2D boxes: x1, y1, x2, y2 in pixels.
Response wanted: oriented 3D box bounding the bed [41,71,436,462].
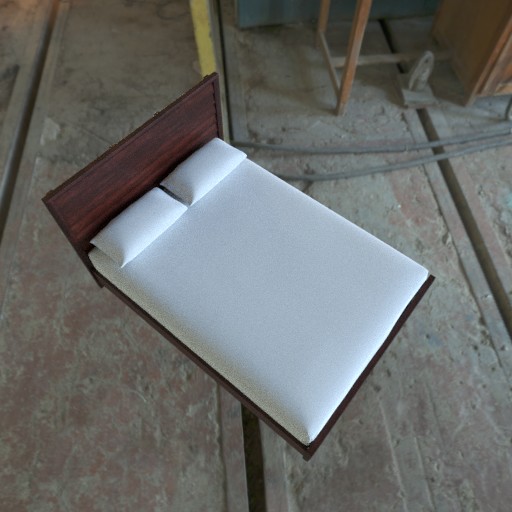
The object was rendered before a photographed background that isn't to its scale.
[{"bbox_3d":[0.000,0.000,4.101,2.803,1.492,2.040,35,65,19],"label":"bed"}]
